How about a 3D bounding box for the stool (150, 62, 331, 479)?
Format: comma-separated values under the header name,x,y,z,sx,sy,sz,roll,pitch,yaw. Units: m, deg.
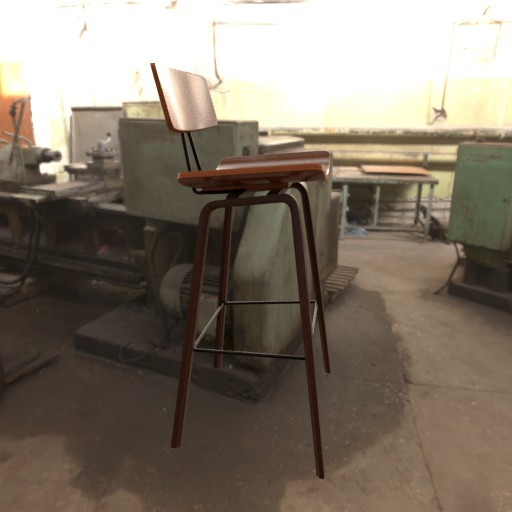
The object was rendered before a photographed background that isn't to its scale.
name,x,y,z,sx,sy,sz,roll,pitch,yaw
stool,0.000,0.000,1.224,0.440,0.969,0.509,3,18,10
